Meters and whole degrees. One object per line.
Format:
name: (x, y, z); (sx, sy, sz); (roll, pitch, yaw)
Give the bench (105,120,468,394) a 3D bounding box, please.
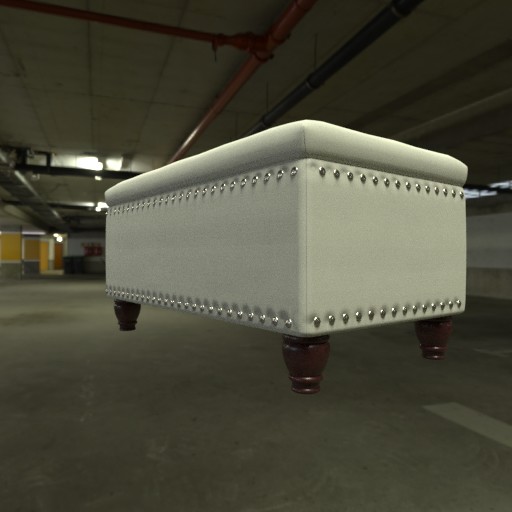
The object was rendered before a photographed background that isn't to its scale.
bench: (0.000, 0.000, 1.166); (0.500, 0.449, 0.887); (0, 0, -38)
